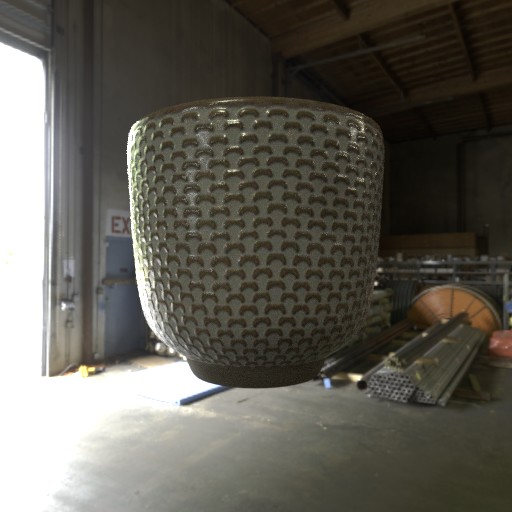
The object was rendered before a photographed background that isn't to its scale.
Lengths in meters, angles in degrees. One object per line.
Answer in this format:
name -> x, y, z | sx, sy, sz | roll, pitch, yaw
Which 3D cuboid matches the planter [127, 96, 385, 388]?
planter -> 0.000, 0.000, 0.249 | 0.139, 0.130, 0.139 | 0, -1, 0
